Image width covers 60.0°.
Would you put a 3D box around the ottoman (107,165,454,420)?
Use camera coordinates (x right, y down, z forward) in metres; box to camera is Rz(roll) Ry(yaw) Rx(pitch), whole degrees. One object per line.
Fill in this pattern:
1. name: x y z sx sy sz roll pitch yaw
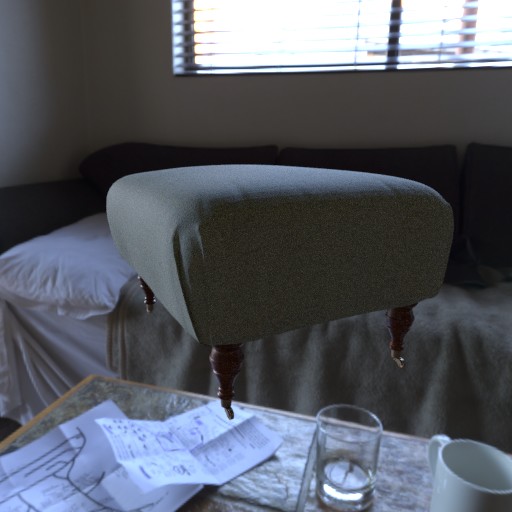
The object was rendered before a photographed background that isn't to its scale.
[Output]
1. ottoman: 0.000 0.000 1.127 0.622 0.450 0.747 -7 16 -26
